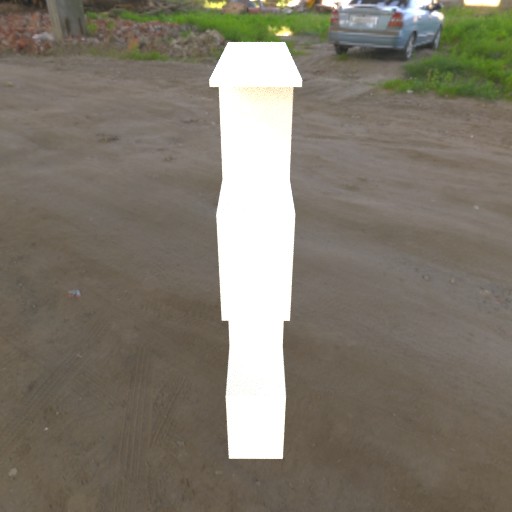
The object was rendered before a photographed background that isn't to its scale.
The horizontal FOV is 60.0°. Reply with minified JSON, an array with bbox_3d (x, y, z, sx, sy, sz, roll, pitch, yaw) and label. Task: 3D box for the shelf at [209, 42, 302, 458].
[{"bbox_3d":[0.000,0.000,1.995,0.250,1.650,0.890,0,32,0],"label":"shelf"}]
